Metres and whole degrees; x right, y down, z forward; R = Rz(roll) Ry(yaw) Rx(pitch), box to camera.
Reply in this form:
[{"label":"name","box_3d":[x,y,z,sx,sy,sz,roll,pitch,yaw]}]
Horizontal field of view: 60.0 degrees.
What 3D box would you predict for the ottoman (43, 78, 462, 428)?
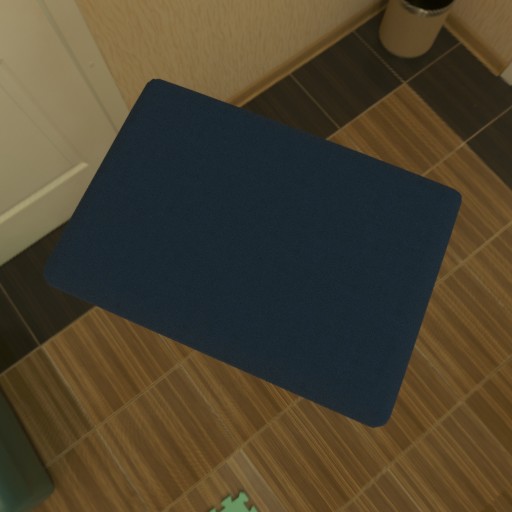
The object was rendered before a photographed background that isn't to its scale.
[{"label":"ottoman","box_3d":[0.000,0.000,1.211,0.835,0.498,0.587,22,77,6]}]
